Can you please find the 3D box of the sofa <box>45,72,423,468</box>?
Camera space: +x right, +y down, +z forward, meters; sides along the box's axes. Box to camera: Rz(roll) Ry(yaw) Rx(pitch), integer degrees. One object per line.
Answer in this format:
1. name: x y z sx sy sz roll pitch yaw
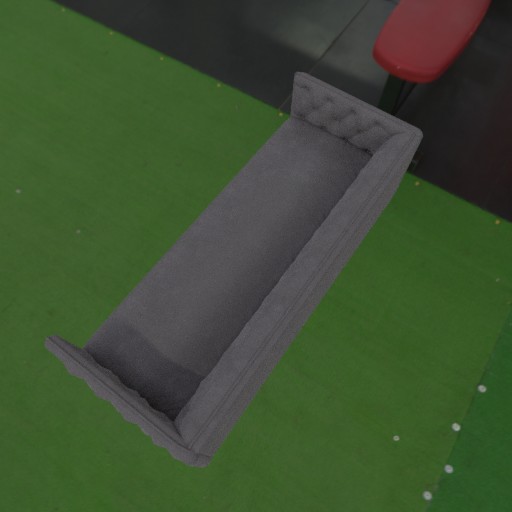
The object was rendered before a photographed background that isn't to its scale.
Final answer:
1. sofa: 0.000 0.000 2.625 0.895 0.771 2.209 33 68 15
